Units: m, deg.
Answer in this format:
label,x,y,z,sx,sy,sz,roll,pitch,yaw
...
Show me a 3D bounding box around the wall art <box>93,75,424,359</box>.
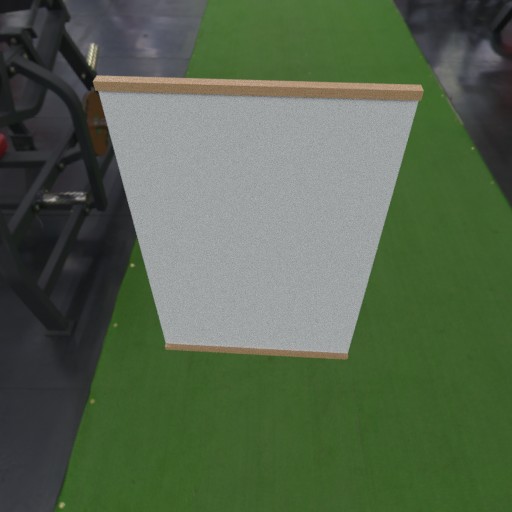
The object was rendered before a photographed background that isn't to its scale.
label,x,y,z,sx,sy,sz,roll,pitch,yaw
wall art,0.000,0.000,0.637,0.335,0.510,0.013,3,46,3
